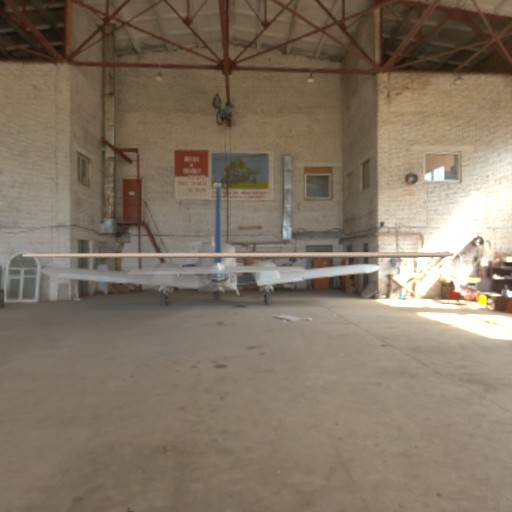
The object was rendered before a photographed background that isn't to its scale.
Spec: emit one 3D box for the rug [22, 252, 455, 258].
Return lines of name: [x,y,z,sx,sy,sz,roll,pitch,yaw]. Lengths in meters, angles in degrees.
rug: [0.000,0.000,2.720,2.081,0.020,1.525,0,0,17]
